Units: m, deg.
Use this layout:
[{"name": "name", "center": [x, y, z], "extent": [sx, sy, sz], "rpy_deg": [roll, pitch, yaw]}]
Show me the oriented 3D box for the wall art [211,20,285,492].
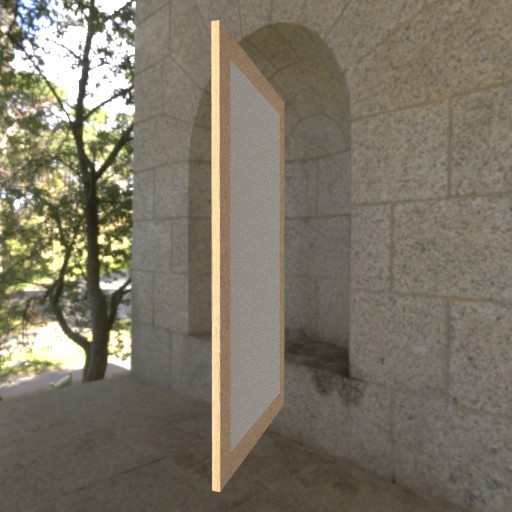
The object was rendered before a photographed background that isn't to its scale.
[{"name": "wall art", "center": [0.000, 0.000, 0.824], "extent": [0.013, 0.683, 0.381], "rpy_deg": [0, 1, 18]}]
